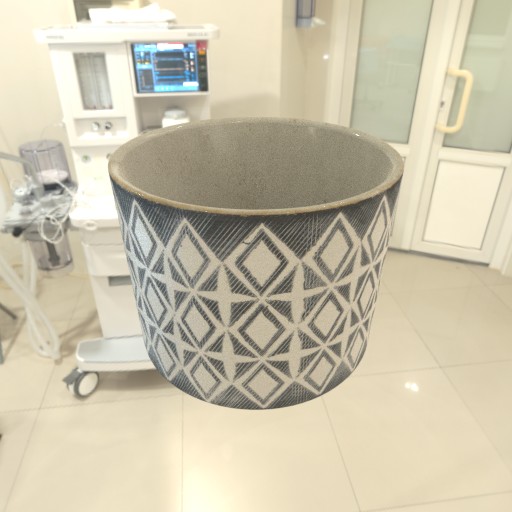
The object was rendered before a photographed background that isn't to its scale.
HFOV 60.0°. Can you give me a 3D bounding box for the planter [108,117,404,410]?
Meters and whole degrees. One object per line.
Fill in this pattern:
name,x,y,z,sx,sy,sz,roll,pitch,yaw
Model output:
planter,0.000,0.000,0.341,0.192,0.165,0.192,0,31,0
